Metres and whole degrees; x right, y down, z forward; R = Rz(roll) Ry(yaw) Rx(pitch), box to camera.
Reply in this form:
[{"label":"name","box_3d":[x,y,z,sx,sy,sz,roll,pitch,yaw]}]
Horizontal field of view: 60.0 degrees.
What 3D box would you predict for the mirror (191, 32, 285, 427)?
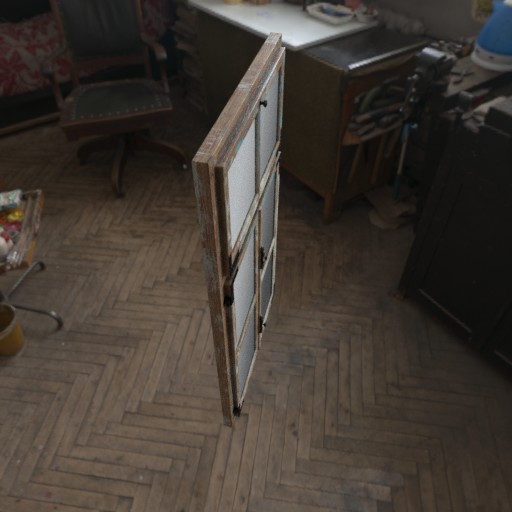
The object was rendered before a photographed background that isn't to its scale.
[{"label":"mirror","box_3d":[0.000,0.000,1.527,0.083,1.213,0.707,10,47,10]}]
